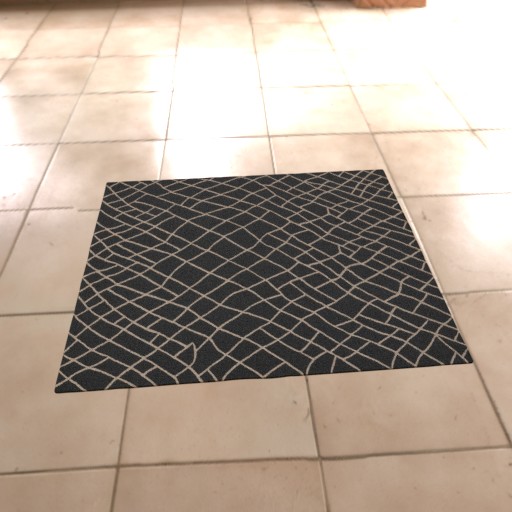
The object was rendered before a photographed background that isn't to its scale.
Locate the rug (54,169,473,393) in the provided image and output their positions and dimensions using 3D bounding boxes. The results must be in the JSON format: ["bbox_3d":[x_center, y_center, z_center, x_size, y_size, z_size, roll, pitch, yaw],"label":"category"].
[{"bbox_3d":[0.000,0.000,4.027,3.047,0.022,2.439,-3,46,-3],"label":"rug"}]
